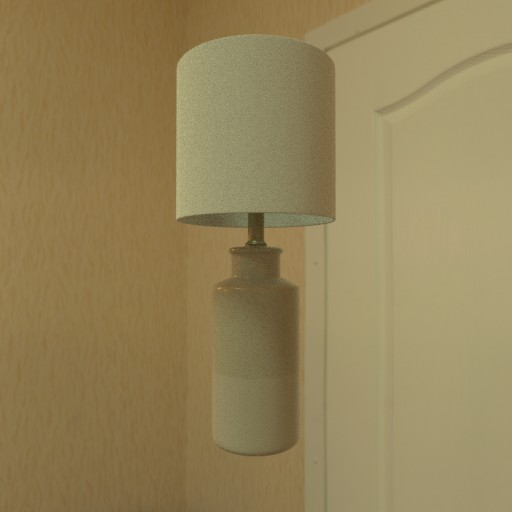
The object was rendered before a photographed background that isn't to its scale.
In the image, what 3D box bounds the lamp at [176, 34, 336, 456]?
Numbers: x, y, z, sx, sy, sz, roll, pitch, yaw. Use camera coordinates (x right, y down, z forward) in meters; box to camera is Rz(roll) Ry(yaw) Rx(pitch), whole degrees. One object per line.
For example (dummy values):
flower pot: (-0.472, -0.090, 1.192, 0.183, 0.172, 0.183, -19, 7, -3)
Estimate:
lamp: (0.000, 0.000, 0.598, 0.212, 0.493, 0.212, 0, -1, 18)
